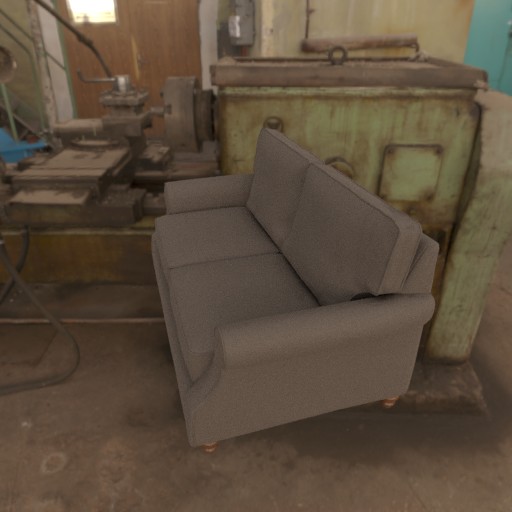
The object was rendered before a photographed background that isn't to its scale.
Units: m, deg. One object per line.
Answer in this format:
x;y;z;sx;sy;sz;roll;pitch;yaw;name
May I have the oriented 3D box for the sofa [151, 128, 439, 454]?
0.000;0.000;2.229;0.964;0.937;1.665;-8;30;-15;sofa
